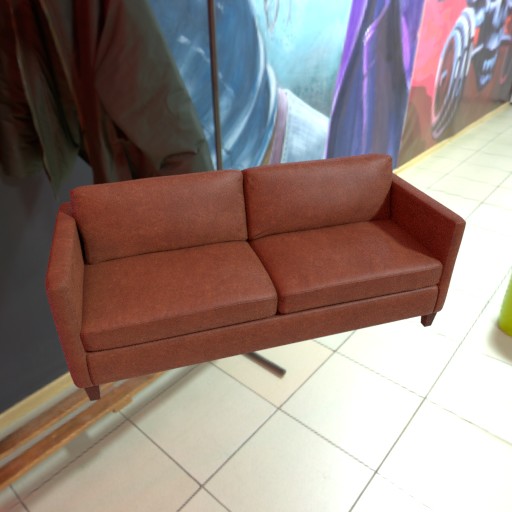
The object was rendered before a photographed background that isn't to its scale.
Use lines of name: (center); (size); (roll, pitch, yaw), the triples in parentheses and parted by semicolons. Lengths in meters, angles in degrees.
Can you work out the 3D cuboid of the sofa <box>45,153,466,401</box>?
sofa: (0.000, 0.000, 2.701); (2.204, 0.932, 0.950); (-9, 33, -14)
